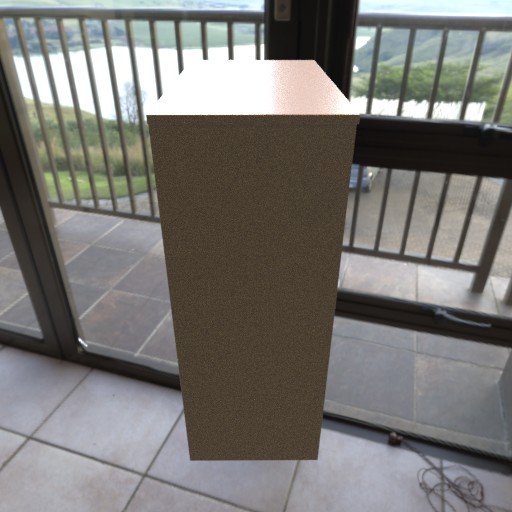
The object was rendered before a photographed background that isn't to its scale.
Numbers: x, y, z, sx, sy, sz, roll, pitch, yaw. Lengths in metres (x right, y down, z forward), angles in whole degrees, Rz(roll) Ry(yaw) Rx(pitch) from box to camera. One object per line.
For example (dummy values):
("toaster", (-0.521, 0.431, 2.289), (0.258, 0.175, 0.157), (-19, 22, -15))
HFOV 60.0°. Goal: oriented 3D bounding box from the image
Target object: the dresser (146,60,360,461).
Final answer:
("dresser", (0.000, 0.000, 1.364), (0.401, 1.021, 0.704), (0, 31, 0))
